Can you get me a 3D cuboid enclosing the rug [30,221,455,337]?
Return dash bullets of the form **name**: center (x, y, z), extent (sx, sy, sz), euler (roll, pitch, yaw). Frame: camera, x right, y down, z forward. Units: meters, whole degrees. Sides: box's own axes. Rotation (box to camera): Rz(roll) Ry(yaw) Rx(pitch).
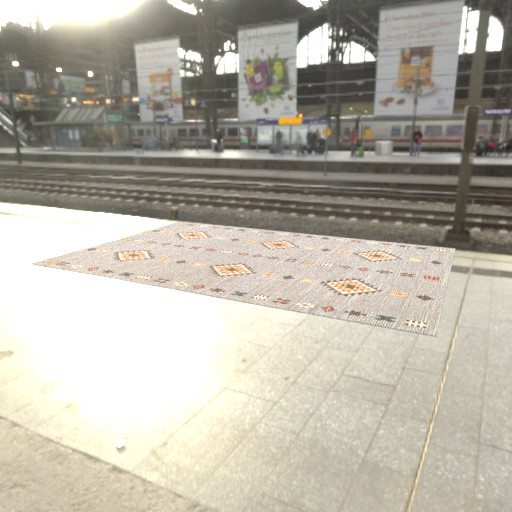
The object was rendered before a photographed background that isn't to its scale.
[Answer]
- **rug**: center (0.000, 0.000, 2.267), extent (1.818, 0.005, 1.217), euler (7, 17, 25)
